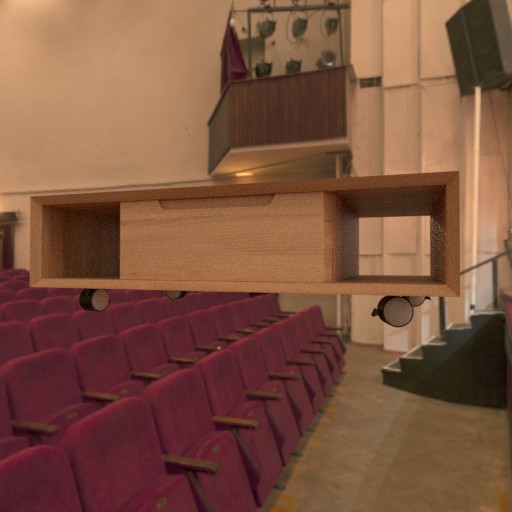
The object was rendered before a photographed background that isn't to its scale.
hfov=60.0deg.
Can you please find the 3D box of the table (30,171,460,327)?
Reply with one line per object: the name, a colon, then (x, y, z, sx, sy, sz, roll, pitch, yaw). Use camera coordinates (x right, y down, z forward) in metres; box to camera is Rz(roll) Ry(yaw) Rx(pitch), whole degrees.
table: (0.000, 0.000, 1.396, 1.100, 0.330, 0.700, 0, -1, 19)
